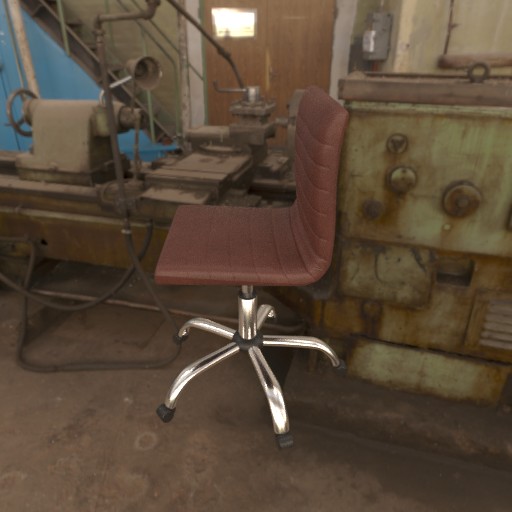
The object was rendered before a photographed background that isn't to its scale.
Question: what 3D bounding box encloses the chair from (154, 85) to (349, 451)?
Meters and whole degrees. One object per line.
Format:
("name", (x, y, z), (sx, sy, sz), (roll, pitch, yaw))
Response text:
("chair", (0.000, 0.000, 1.125), (0.530, 0.780, 0.556), (-1, 27, -1))
